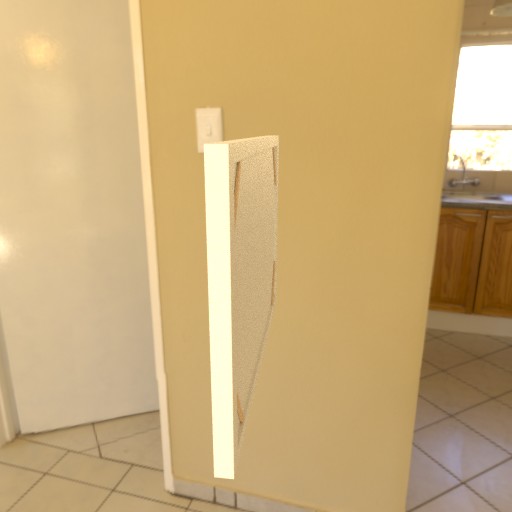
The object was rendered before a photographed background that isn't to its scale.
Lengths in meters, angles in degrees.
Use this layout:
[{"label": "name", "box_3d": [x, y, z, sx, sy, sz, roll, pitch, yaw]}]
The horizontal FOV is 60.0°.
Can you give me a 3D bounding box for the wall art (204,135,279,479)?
[{"label": "wall art", "box_3d": [0.000, 0.000, 1.185, 0.038, 0.609, 0.914, 2, 16, 7]}]
